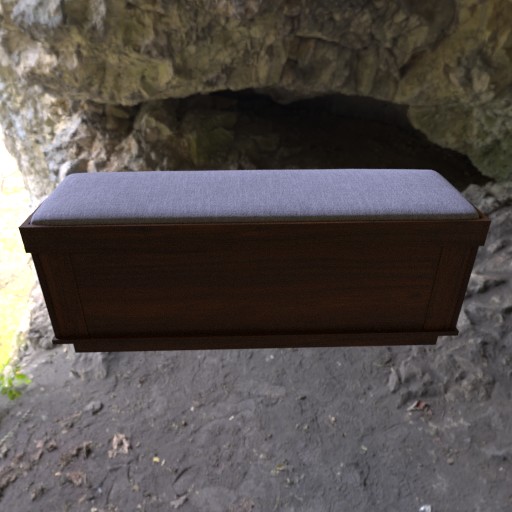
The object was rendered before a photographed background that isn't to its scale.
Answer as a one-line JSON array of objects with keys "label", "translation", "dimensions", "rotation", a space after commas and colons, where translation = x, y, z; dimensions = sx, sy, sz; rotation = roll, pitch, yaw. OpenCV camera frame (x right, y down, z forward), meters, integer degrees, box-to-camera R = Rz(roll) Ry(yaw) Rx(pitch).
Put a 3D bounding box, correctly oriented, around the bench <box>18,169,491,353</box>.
[{"label": "bench", "translation": [0.000, 0.000, 1.377], "dimensions": [1.196, 0.468, 0.367], "rotation": [-1, 30, -2]}]
